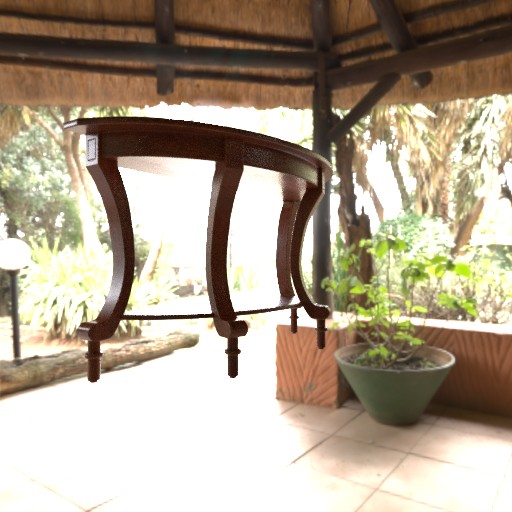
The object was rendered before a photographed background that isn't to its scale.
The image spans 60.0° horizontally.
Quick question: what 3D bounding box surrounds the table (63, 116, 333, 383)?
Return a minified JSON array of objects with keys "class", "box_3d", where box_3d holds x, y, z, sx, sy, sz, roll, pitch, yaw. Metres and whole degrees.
[{"class":"table","box_3d":[0.000,0.000,1.540,0.394,0.699,1.198,-1,-1,36]}]
